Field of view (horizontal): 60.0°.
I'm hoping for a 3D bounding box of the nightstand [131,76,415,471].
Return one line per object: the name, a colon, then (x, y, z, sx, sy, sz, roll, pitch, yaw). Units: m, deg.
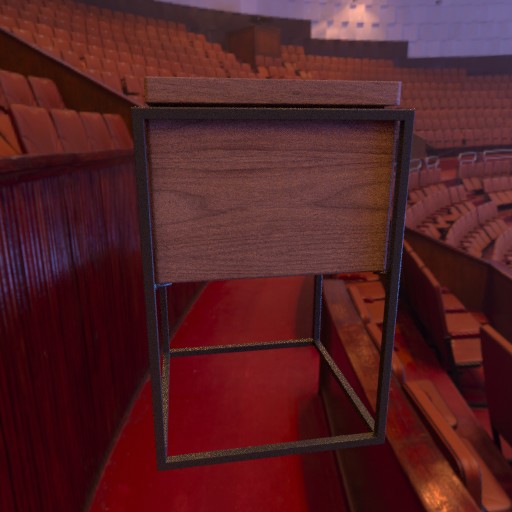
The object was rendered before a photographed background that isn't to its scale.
nightstand: (0.000, 0.000, 0.865, 0.397, 0.607, 0.397, -3, 16, -9)
